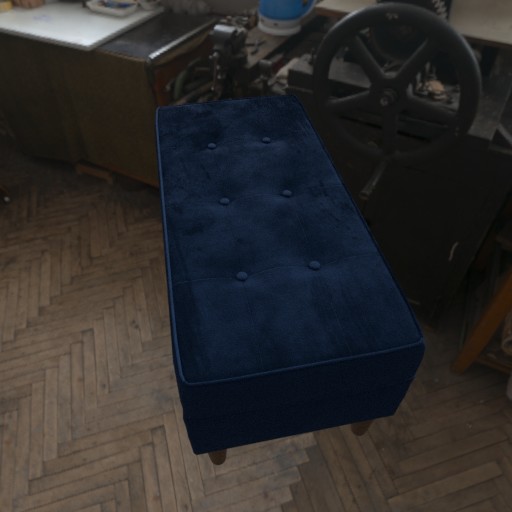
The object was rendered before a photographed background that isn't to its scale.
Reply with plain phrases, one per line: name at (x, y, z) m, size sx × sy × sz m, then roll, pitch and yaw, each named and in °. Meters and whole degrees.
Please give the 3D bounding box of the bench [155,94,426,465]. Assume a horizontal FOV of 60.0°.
bench at (0.000, 0.000, 1.291) m, size 0.489 × 0.467 × 1.010 m, roll -8°, pitch 48°, yaw -8°
